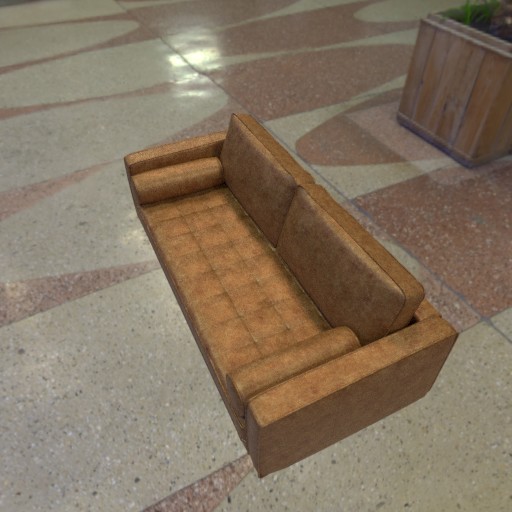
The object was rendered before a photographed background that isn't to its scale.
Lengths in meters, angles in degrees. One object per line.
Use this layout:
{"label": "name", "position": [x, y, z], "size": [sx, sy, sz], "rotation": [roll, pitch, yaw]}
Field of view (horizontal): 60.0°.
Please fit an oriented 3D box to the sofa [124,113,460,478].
{"label": "sofa", "position": [0.000, 0.000, 2.368], "size": [0.924, 0.825, 1.920], "rotation": [-19, 47, -18]}
